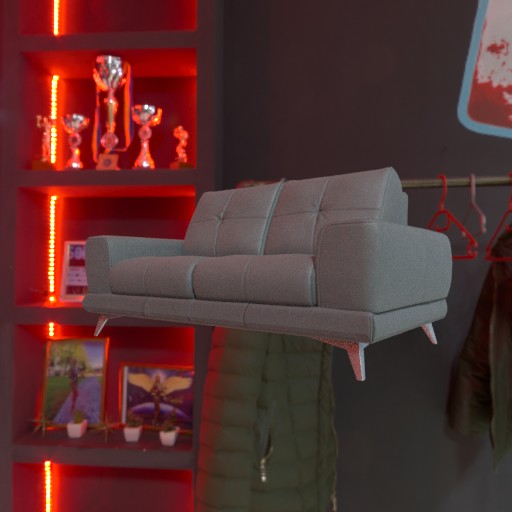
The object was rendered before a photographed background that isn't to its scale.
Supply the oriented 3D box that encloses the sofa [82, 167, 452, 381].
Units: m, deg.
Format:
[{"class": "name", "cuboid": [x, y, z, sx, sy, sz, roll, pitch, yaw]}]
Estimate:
[{"class": "sofa", "cuboid": [0.000, 0.000, 2.415, 1.806, 0.907, 1.018, -1, -1, 37]}]
